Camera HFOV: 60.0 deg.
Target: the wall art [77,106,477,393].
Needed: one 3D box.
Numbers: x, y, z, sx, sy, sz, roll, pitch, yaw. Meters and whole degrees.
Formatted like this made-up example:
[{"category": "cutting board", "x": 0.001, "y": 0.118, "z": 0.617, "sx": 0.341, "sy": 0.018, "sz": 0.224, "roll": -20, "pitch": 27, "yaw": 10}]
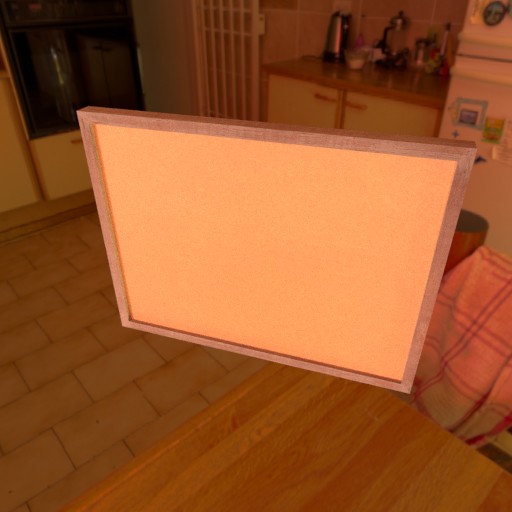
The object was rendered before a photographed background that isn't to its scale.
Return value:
[{"category": "wall art", "x": 0.000, "y": 0.000, "z": 1.706, "sx": 1.320, "sy": 1.009, "sz": 0.070, "roll": 10, "pitch": 34, "yaw": 15}]
